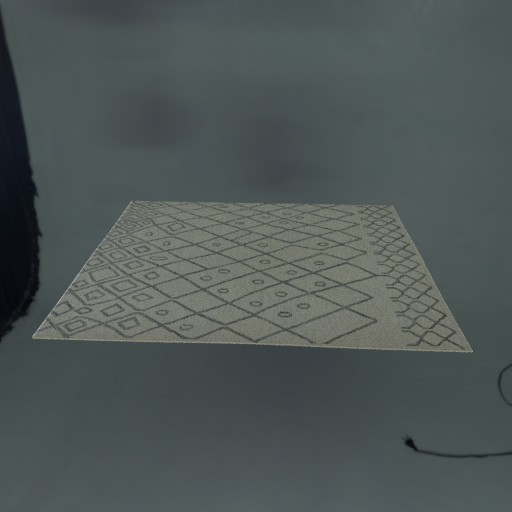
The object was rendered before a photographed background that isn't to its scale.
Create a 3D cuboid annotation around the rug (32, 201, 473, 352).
[{"bbox_3d":[0.000,0.000,4.109,3.046,0.015,2.446,1,30,2],"label":"rug"}]
